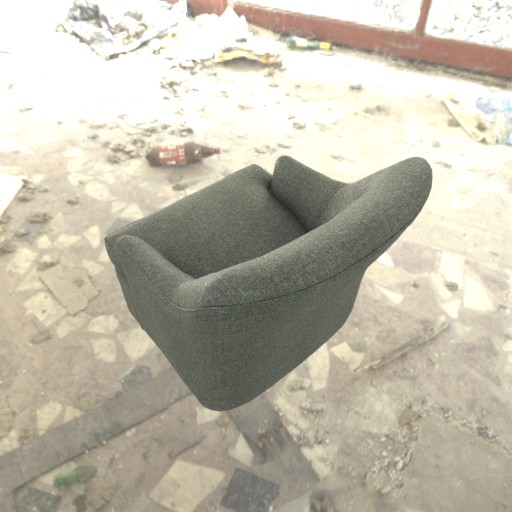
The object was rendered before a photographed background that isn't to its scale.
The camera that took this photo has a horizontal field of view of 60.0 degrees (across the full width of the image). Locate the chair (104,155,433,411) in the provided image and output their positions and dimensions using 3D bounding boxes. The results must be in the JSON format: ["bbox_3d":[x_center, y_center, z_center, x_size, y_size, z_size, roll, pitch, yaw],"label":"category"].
[{"bbox_3d":[0.000,0.000,1.608,0.864,0.856,0.923,-32,54,-27],"label":"chair"}]
